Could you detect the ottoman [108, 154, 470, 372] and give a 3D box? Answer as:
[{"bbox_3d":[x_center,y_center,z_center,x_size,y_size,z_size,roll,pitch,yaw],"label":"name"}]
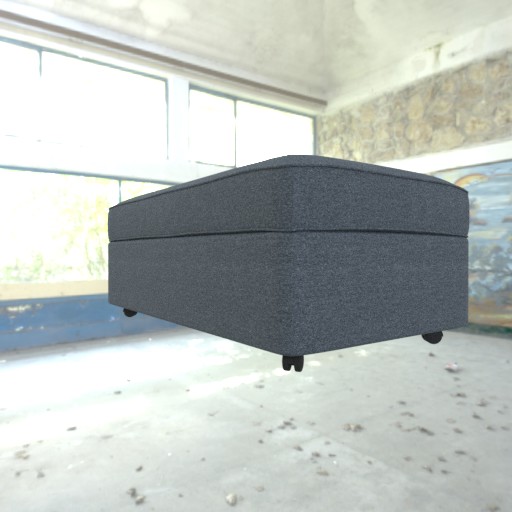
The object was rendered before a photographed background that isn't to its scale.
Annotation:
[{"bbox_3d":[0.000,0.000,1.526,0.681,0.494,1.173,0,1,-36],"label":"ottoman"}]
